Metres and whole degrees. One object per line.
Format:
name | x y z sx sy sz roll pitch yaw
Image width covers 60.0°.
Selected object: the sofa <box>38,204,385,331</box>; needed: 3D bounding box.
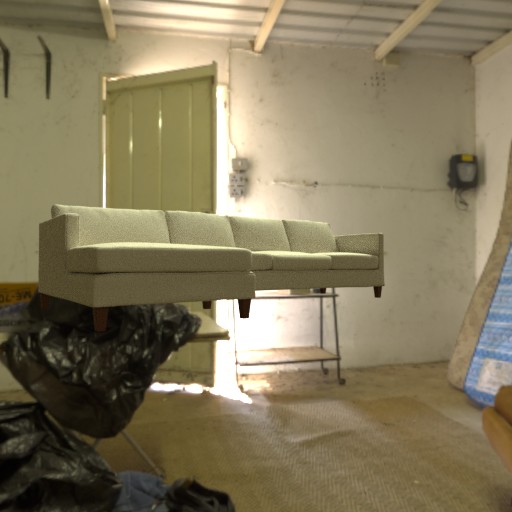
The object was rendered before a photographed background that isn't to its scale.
sofa | 0.000 0.000 3.842 3.186 0.846 1.625 1 -1 -36
